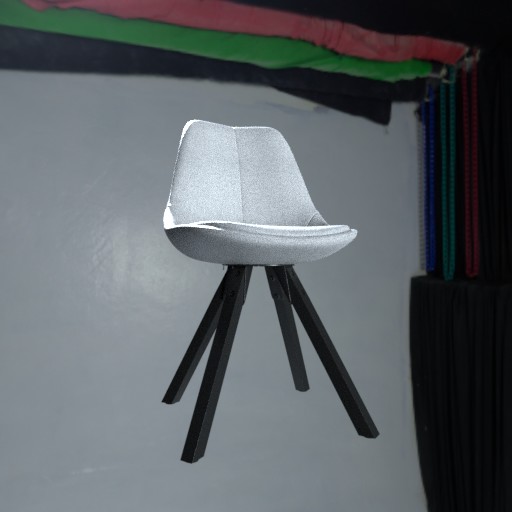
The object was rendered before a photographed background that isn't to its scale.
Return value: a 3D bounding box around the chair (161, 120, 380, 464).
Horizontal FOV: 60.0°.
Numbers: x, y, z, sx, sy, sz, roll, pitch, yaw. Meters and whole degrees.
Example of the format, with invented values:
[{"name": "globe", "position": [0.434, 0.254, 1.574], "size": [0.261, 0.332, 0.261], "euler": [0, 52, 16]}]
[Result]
[{"name": "chair", "position": [0.000, 0.000, 1.187], "size": [0.485, 0.850, 0.550], "euler": [0, -1, -18]}]
